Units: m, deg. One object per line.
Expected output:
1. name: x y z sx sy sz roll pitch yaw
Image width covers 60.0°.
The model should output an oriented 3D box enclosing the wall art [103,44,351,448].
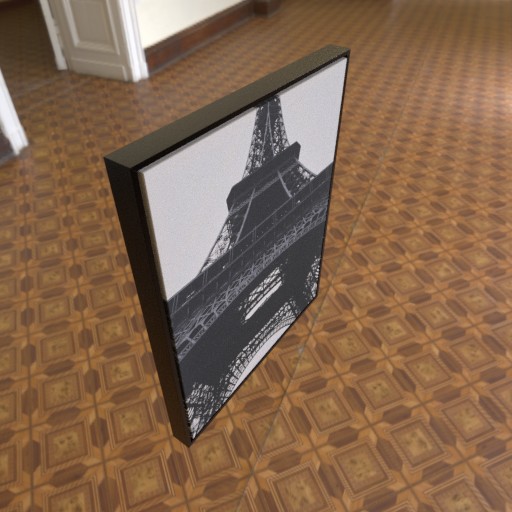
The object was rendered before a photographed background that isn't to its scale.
1. wall art: 0.000 0.000 0.738 0.039 0.553 0.451 25 47 26
